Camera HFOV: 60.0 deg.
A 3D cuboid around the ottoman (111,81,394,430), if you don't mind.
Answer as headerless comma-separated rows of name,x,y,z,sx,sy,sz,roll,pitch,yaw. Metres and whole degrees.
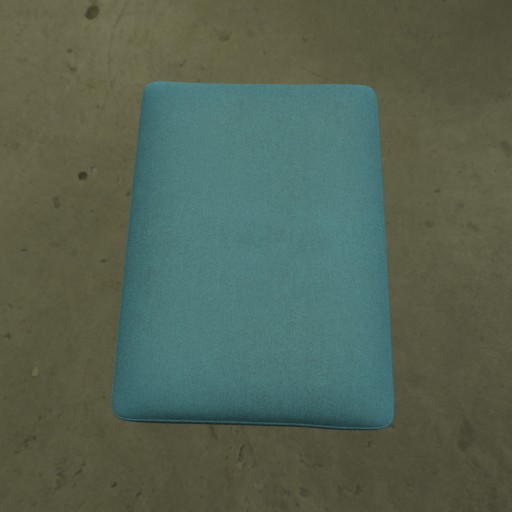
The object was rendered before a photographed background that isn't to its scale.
ottoman,0.000,0.000,1.063,0.549,0.428,0.749,1,75,0
